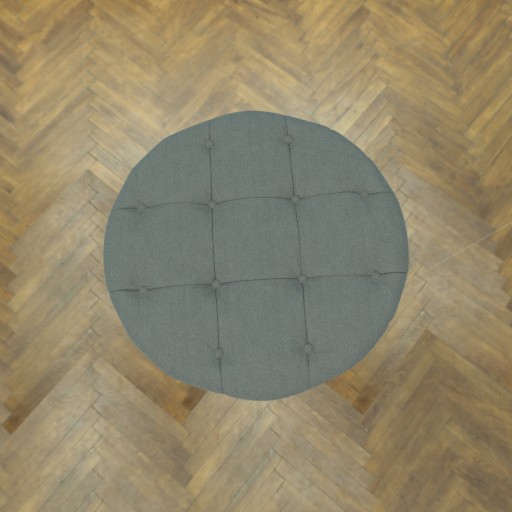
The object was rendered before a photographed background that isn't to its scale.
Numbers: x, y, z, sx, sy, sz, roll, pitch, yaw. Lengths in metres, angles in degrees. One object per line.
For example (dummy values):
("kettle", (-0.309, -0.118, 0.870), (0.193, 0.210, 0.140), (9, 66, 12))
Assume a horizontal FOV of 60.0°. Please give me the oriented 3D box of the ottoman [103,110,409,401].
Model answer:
("ottoman", (0.000, 0.000, 1.457), (0.901, 0.439, 0.901), (0, 76, 0))
